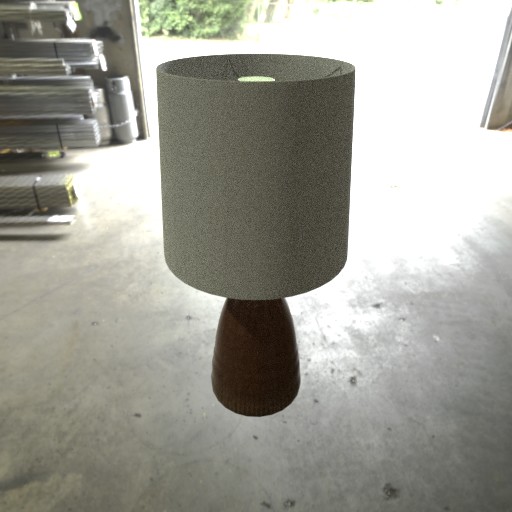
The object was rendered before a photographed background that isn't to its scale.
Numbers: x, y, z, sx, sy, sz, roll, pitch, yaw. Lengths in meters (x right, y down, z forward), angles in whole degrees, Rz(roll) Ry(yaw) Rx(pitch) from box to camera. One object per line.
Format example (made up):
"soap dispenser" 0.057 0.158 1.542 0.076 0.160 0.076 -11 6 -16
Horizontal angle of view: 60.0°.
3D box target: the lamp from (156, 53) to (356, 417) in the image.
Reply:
"lamp" 0.000 0.000 0.463 0.186 0.369 0.186 0 31 0
